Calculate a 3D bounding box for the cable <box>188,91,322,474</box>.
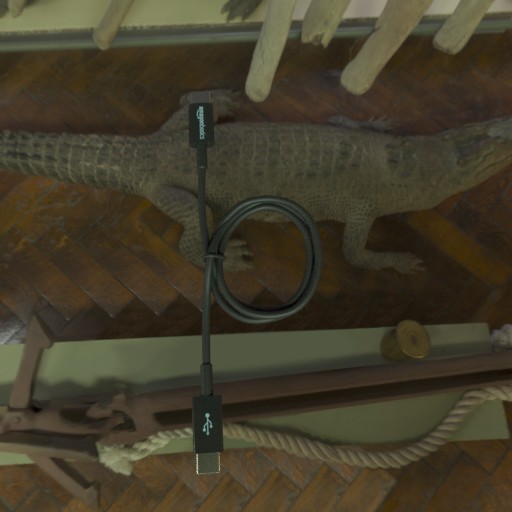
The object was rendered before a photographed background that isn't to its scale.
[{"bbox_3d":[0.000,0.000,0.229,0.070,0.014,0.203,-3,75,-1],"label":"cable"}]
